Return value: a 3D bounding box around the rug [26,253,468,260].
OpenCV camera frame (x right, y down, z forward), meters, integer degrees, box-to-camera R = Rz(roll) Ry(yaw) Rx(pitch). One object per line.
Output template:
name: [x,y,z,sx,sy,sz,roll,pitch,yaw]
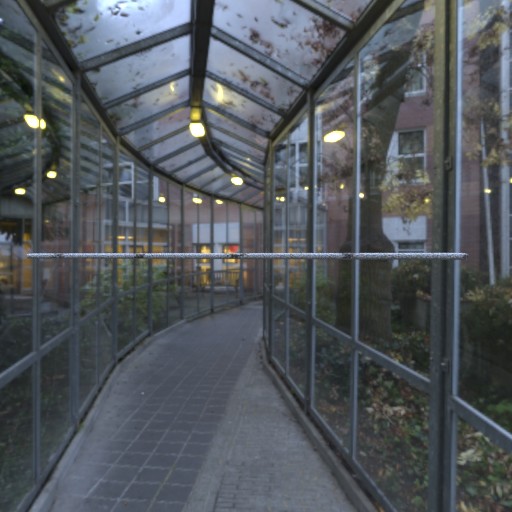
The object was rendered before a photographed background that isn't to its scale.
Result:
rug: [0.000,0.000,3.018,2.438,0.030,1.524,0,0,18]
